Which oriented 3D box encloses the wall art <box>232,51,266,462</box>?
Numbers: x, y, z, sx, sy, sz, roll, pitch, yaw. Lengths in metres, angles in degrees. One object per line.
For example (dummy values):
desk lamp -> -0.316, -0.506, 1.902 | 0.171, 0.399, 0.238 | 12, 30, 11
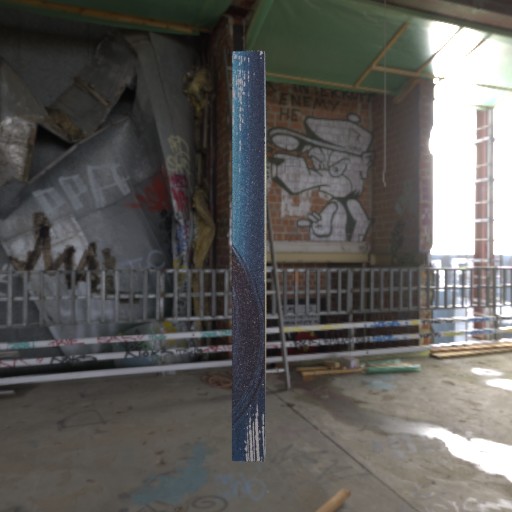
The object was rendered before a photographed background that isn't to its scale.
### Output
wall art -> 0.000, 0.000, 0.742 | 0.033, 0.406, 0.609 | 0, 0, 1
